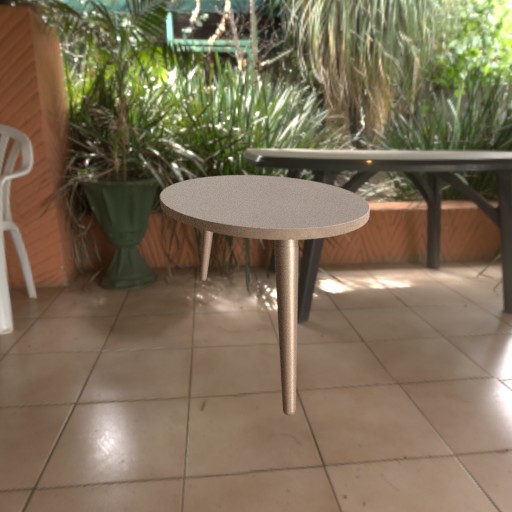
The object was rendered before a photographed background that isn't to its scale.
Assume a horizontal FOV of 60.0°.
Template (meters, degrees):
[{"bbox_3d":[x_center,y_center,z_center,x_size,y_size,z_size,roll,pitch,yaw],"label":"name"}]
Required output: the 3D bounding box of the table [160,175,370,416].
[{"bbox_3d":[0.000,0.000,1.337,0.542,0.390,1.083,-2,15,-7],"label":"table"}]
